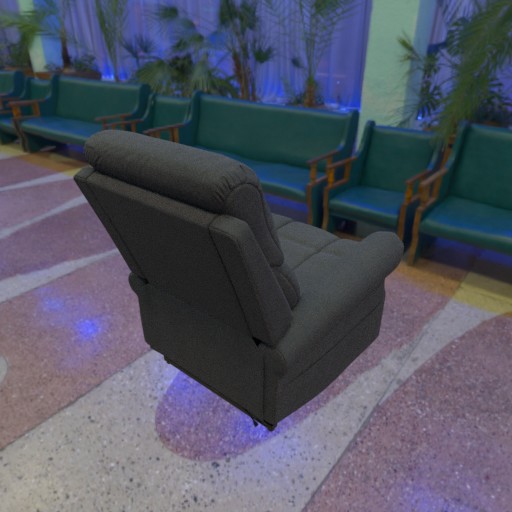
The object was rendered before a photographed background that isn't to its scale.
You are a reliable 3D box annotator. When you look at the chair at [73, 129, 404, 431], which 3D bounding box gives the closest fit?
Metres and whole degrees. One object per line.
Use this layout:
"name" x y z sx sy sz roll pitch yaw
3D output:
"chair" 0.000 0.000 1.693 0.871 1.031 0.979 22 36 33
